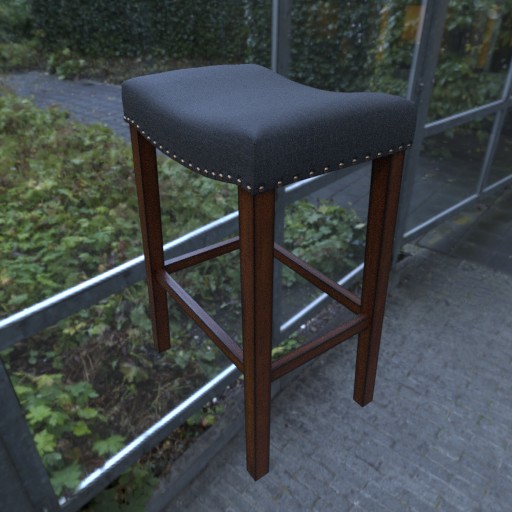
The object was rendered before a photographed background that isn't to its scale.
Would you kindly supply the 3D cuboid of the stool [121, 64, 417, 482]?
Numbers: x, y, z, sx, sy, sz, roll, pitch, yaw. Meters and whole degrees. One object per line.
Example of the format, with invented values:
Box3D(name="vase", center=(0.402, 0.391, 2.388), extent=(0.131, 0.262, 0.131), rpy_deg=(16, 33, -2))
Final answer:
Box3D(name="stool", center=(0.000, 0.000, 1.007), extent=(0.366, 0.748, 0.502), rpy_deg=(-21, 37, -30))
